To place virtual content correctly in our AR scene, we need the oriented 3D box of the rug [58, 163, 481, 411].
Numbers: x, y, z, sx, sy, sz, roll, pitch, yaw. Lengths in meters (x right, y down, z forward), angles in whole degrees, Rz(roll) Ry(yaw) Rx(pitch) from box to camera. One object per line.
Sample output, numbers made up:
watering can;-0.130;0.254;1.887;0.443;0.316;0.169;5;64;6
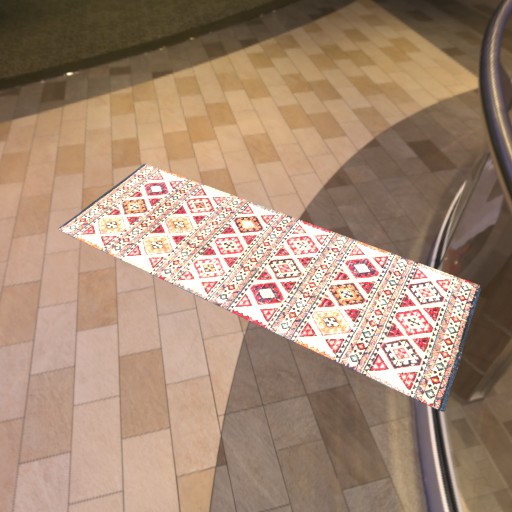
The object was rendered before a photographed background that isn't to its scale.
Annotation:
rug;0.000;0.000;2.576;2.362;0.008;0.832;22;50;21
